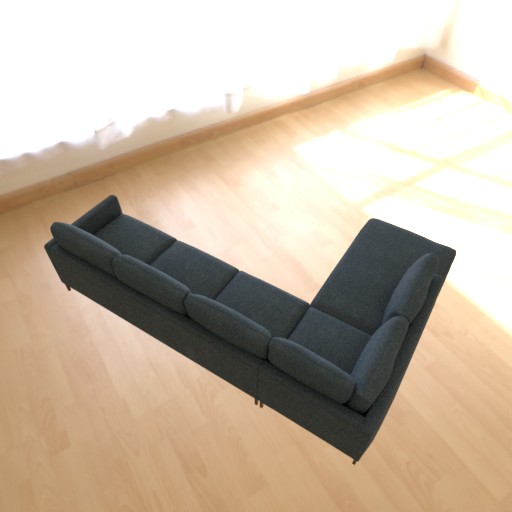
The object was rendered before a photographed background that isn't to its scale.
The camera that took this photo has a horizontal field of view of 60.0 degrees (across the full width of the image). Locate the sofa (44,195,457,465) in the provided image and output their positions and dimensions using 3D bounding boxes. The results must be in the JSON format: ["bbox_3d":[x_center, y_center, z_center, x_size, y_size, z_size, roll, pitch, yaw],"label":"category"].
[{"bbox_3d":[0.000,0.000,3.840,2.949,0.815,2.007,25,52,21],"label":"sofa"}]
